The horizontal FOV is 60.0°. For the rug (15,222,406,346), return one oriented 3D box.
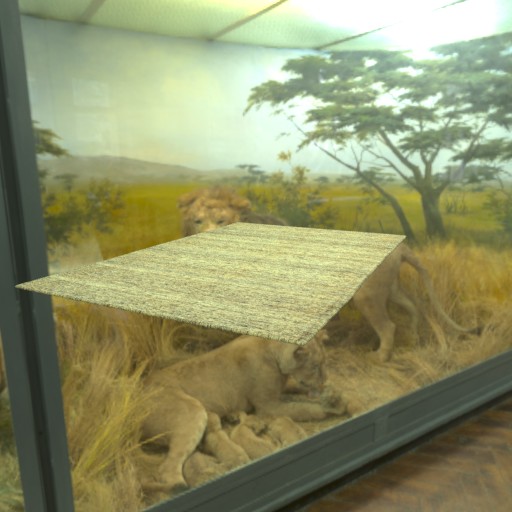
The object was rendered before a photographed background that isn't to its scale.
[{"bbox_3d":[0.000,0.000,2.301,1.243,0.014,1.846,7,15,26],"label":"rug"}]
